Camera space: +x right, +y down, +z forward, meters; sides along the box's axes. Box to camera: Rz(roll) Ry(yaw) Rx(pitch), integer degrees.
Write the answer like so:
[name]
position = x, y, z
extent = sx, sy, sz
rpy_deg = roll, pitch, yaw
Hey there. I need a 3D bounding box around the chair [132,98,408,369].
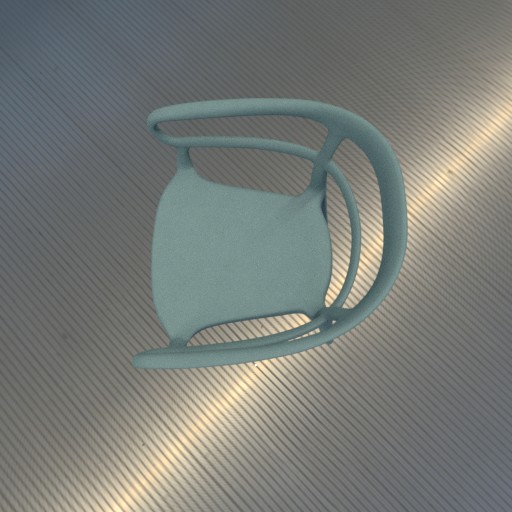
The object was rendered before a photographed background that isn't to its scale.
[chair]
position = 0.000, 0.000, 1.141
extent = 0.527, 0.761, 0.559
rpy_deg = 0, 76, 0
